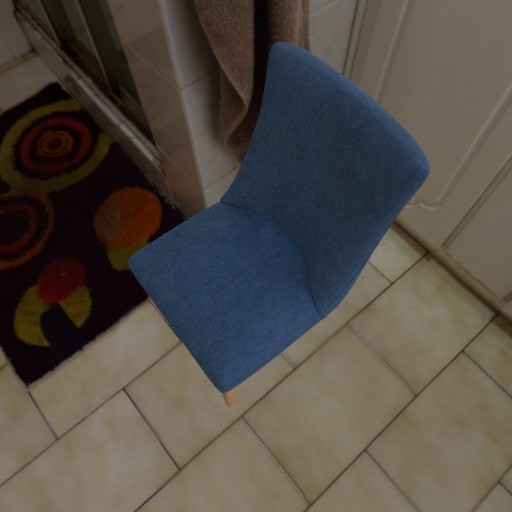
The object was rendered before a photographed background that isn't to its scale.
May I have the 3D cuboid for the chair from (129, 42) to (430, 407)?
[{"bbox_3d":[0.000,0.000,1.273,0.609,0.902,0.495,-35,69,-16],"label":"chair"}]
